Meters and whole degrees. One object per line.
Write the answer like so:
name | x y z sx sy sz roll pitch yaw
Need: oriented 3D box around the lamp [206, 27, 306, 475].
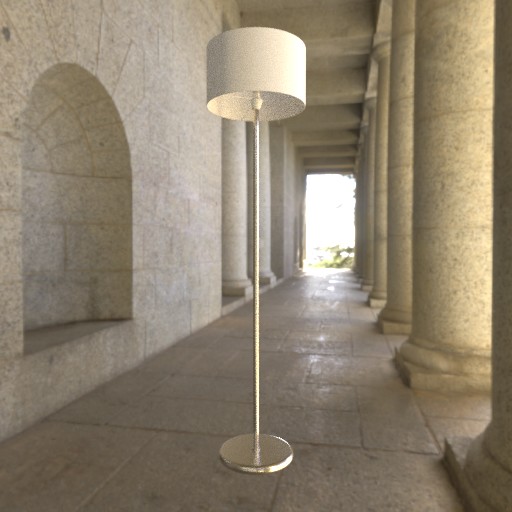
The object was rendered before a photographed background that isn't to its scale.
lamp | 0.000 0.000 1.578 0.347 1.443 0.347 0 1 -18
